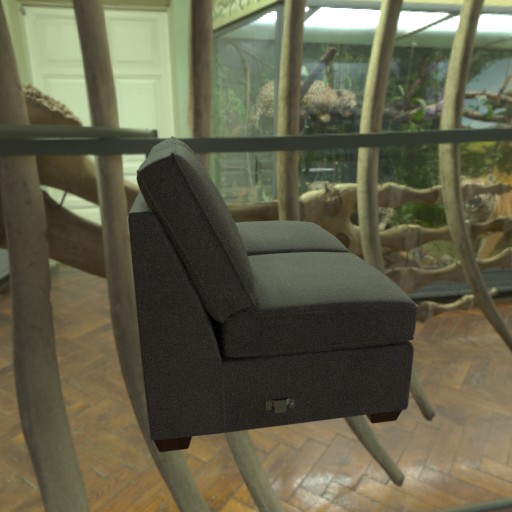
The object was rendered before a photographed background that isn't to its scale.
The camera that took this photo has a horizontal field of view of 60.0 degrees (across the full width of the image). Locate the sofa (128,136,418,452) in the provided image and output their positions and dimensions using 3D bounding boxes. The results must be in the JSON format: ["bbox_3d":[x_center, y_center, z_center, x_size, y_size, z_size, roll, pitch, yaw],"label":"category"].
[{"bbox_3d":[0.000,0.000,1.992,0.951,1.008,1.237,-3,17,-10],"label":"sofa"}]
